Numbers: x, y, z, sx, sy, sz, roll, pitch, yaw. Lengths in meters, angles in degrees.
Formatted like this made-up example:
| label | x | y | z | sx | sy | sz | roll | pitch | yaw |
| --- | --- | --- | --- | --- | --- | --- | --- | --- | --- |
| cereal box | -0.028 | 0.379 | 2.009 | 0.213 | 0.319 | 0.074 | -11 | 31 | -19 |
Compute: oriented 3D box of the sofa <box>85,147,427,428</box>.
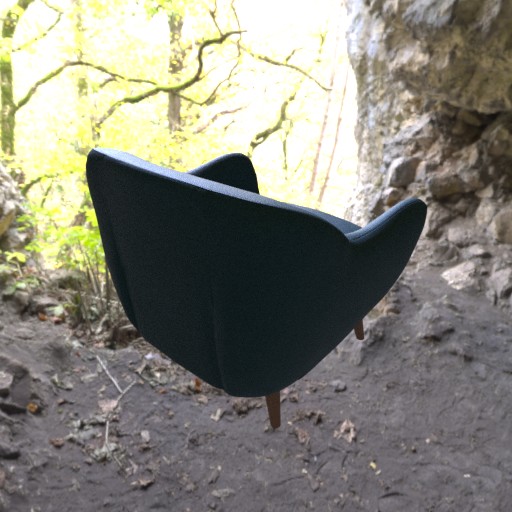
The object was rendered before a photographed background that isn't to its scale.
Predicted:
| label | x | y | z | sx | sy | sz | roll | pitch | yaw |
| --- | --- | --- | --- | --- | --- | --- | --- | --- | --- |
| sofa | 0.000 | 0.000 | 1.494 | 0.836 | 0.817 | 0.825 | 23 | 37 | 34 |
